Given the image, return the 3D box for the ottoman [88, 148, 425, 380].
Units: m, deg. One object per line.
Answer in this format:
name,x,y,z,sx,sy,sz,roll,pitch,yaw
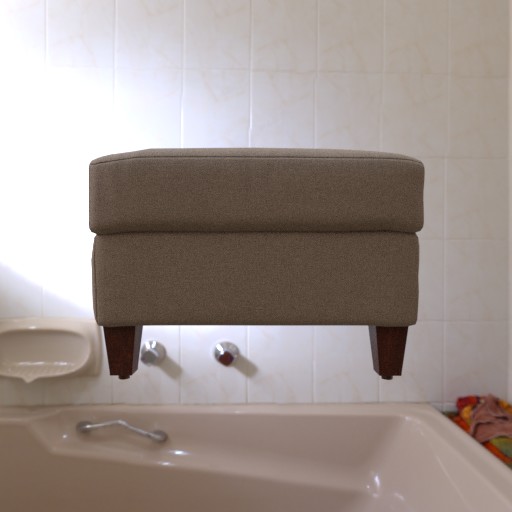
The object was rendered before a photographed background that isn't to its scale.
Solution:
ottoman,0.000,0.000,1.306,0.692,0.511,0.902,0,1,0
